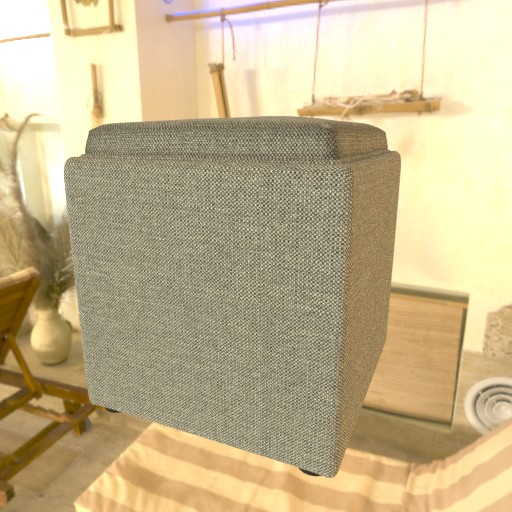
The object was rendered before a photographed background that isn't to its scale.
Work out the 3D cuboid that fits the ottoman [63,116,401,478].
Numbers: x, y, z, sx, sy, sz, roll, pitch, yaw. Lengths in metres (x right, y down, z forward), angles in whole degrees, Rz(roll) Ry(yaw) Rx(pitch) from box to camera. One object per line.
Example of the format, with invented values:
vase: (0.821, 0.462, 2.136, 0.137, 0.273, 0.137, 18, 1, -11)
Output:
ottoman: (0.000, 0.000, 0.813, 0.436, 0.487, 0.454, 7, 17, 23)
